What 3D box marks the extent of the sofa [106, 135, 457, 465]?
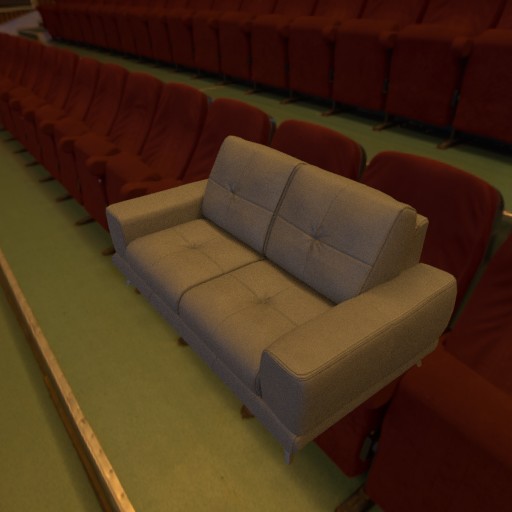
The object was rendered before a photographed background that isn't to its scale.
[{"bbox_3d":[0.000,0.000,2.398,1.018,0.907,1.806,-22,38,-31],"label":"sofa"}]
